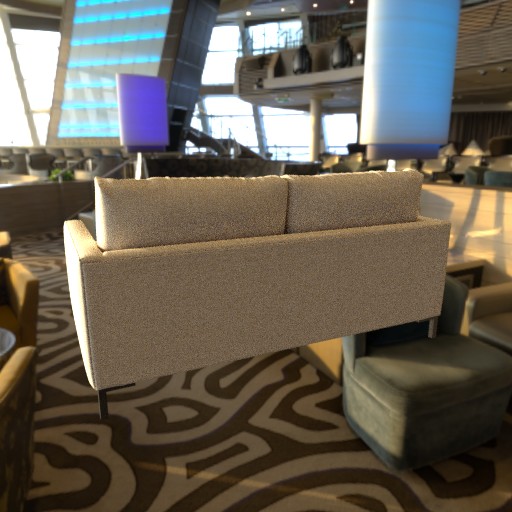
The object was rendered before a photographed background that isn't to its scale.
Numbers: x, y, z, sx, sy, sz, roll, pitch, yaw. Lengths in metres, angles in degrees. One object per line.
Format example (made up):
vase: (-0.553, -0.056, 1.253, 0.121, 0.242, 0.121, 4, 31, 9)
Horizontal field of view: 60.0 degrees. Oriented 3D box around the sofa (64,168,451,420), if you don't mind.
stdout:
sofa: (0.000, 0.000, 2.112, 1.651, 0.812, 0.839, -7, 15, -25)
